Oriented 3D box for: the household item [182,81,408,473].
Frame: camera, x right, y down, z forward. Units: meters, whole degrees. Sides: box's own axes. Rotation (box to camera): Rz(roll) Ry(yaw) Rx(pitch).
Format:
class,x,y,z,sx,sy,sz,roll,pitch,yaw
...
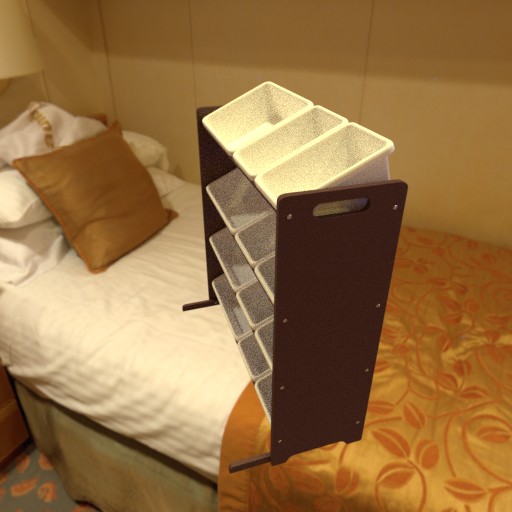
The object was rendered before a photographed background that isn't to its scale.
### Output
class,x,y,z,sx,sy,sz,roll,pitch,yaw
household item,0.000,0.000,1.329,0.389,0.864,0.787,-9,32,-15
